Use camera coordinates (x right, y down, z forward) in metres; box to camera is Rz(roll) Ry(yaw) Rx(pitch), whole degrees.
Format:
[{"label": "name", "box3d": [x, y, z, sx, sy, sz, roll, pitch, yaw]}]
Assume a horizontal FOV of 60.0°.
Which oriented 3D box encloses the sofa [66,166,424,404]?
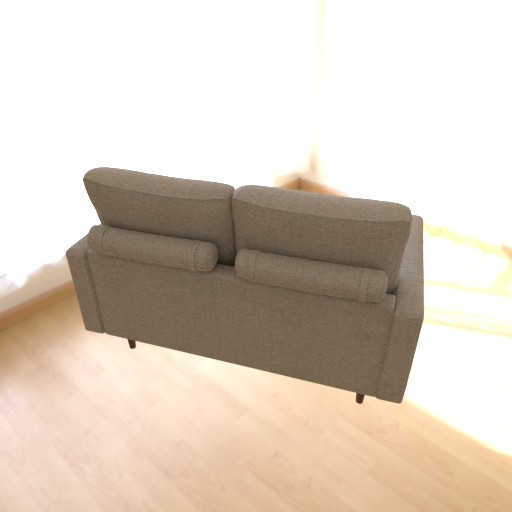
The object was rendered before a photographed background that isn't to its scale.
[{"label": "sofa", "box3d": [0.000, 0.000, 2.003, 1.407, 0.907, 0.842, 9, 33, 15]}]
